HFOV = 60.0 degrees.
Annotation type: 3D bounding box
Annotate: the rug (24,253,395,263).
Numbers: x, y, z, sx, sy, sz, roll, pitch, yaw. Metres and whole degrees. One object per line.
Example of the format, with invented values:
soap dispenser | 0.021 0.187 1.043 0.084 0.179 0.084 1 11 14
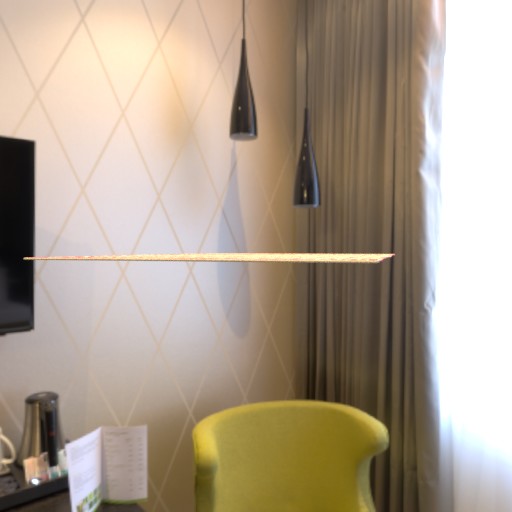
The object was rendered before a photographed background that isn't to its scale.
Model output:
rug | 0.000 0.000 4.174 2.441 0.016 3.095 0 1 19
